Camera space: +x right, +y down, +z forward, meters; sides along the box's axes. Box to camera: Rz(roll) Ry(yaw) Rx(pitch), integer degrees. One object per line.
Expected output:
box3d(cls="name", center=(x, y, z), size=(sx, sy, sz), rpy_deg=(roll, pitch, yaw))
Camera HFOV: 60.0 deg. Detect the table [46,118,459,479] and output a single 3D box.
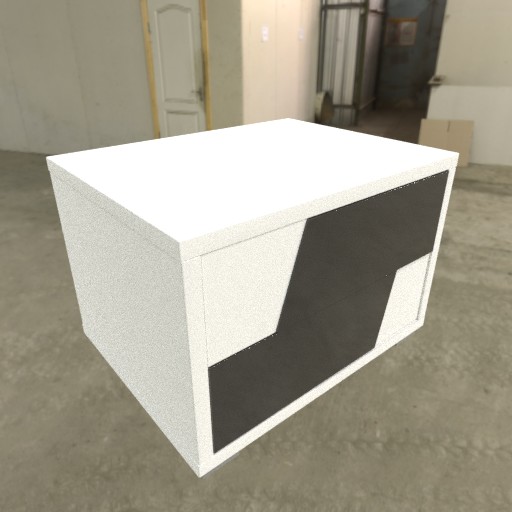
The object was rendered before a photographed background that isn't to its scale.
box3d(cls="table", center=(0.000, 0.000, 0.779), size=(0.517, 0.357, 0.399), rpy_deg=(-21, 34, -35))
